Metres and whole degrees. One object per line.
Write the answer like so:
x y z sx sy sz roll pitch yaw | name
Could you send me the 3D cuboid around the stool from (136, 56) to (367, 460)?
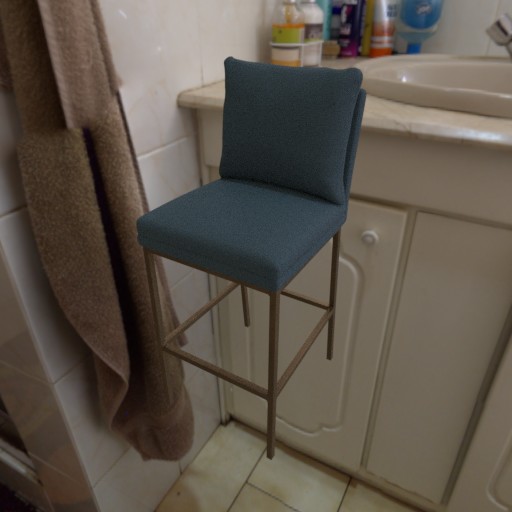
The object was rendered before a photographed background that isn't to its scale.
0.000 0.000 1.435 0.463 1.124 0.568 17 35 26 | stool
